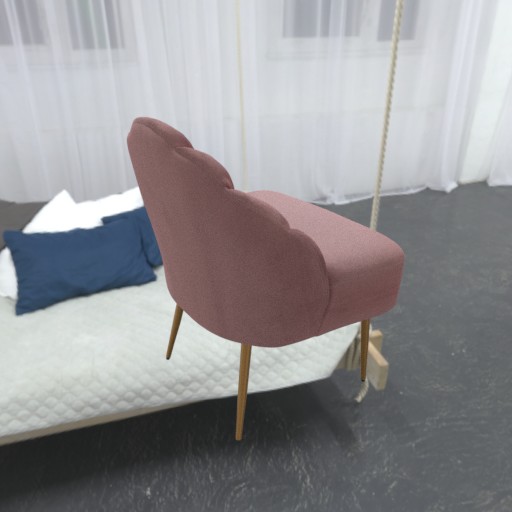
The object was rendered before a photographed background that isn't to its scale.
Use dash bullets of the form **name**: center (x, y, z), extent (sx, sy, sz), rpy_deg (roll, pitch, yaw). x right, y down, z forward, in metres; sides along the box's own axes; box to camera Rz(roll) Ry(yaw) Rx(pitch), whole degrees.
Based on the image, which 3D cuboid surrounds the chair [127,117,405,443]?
- **chair**: center (0.000, 0.000, 1.267), extent (0.599, 0.819, 0.657), rpy_deg (-18, 32, -32)
